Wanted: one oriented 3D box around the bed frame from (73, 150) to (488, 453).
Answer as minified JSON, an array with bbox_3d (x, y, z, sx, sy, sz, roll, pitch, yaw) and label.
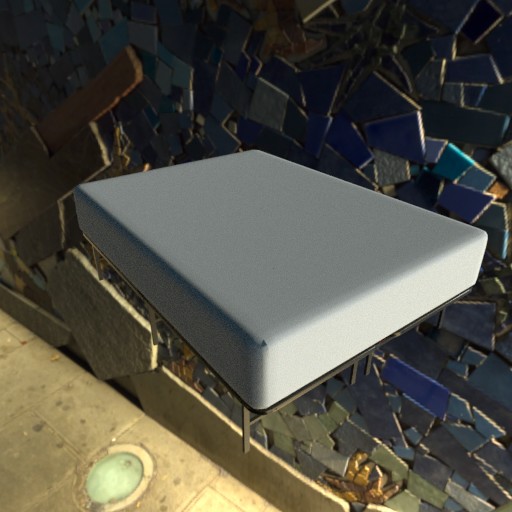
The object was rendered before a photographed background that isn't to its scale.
[{"bbox_3d":[0.000,0.000,2.739,1.528,0.677,2.037,-20,34,-32],"label":"bed frame"}]
